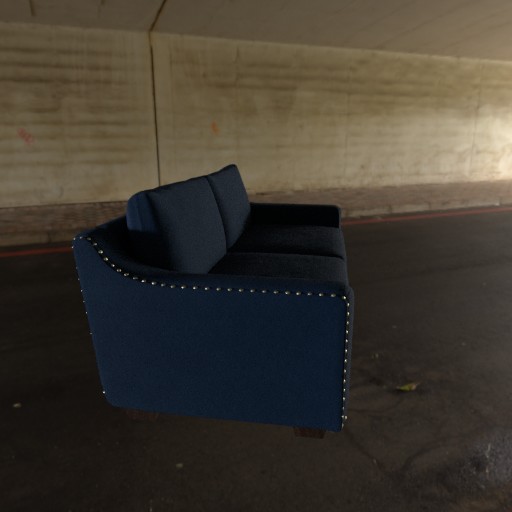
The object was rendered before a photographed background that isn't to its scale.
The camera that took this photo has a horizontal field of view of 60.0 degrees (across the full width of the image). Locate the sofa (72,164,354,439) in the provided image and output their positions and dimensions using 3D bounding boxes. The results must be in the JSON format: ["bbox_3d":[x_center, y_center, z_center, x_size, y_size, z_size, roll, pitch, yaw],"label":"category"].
[{"bbox_3d":[0.000,0.000,2.698,1.104,0.983,2.107,2,16,9],"label":"sofa"}]
